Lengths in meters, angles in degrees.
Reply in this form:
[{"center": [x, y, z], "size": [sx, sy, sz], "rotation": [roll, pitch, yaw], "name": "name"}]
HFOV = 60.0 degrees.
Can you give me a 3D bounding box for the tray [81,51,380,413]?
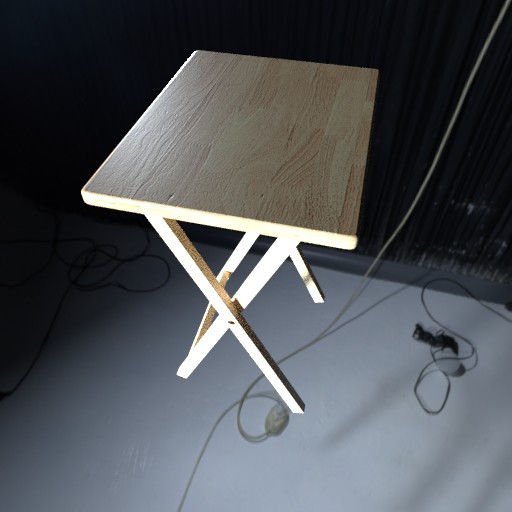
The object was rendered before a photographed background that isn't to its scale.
[{"center": [0.000, 0.000, 0.974], "size": [0.381, 0.660, 0.483], "rotation": [10, 48, 9], "name": "tray"}]
